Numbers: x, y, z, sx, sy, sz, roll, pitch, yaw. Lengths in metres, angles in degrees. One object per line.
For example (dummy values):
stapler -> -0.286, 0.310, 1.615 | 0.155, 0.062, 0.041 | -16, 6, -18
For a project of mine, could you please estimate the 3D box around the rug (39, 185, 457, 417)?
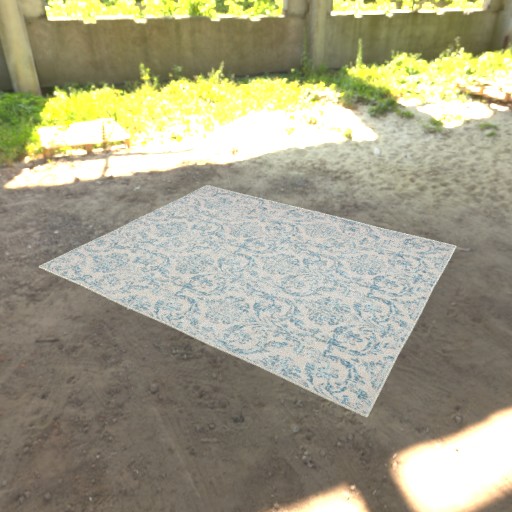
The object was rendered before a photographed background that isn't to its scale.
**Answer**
rug -> 0.000, 0.000, 4.014 | 2.980, 0.012, 2.363 | 18, 34, 28
